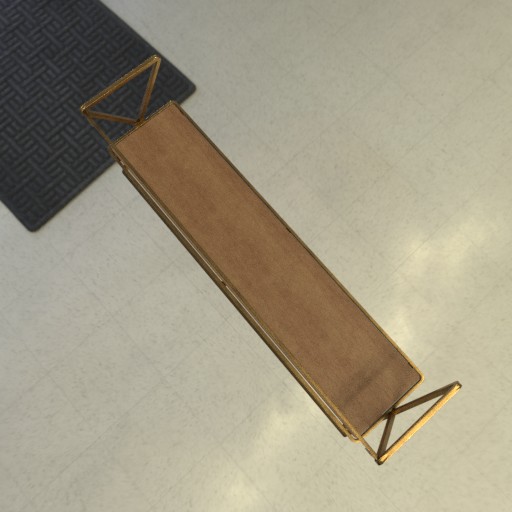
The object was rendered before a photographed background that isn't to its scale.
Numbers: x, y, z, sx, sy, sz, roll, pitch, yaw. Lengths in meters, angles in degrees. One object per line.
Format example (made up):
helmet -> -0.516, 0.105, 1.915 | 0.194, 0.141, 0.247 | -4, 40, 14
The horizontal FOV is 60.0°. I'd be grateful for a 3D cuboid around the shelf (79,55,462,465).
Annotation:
shelf -> 0.000, 0.000, 0.724 | 0.150, 0.229, 0.645 | -40, 79, -9
